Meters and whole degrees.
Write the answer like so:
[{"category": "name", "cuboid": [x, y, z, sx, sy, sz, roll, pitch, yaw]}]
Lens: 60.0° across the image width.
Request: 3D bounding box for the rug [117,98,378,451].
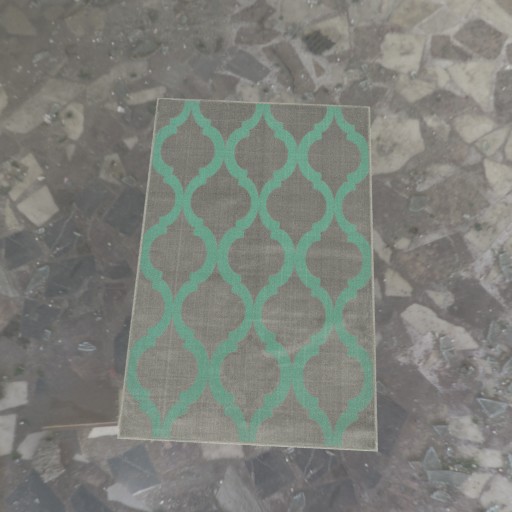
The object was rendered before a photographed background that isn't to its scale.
[{"category": "rug", "cuboid": [0.000, 0.000, 2.885, 1.524, 0.006, 2.286, 3, 75, 1]}]
